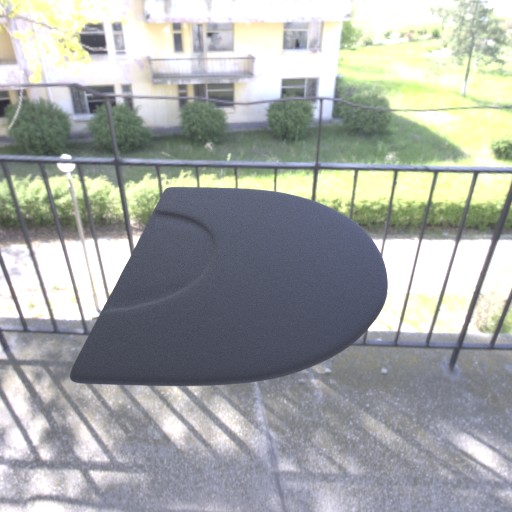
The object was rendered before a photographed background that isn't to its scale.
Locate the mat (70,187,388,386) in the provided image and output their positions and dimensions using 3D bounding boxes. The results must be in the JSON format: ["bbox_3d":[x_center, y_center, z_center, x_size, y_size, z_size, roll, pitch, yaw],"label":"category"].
[{"bbox_3d":[0.000,0.000,1.610,0.917,0.016,1.220,1,32,2],"label":"mat"}]
